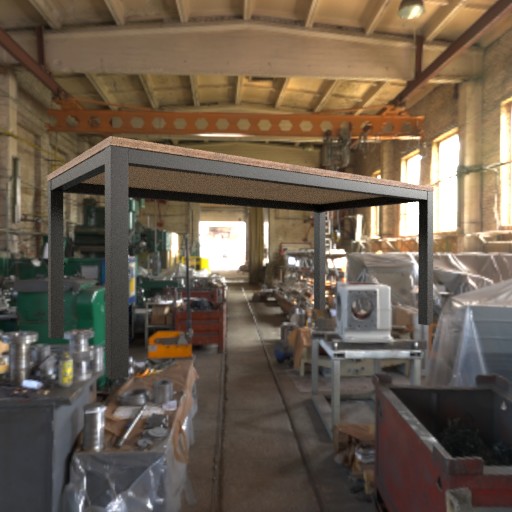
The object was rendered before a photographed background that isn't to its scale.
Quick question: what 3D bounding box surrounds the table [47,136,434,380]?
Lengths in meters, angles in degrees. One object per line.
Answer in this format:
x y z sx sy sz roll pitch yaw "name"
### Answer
0.000 0.000 2.289 1.805 0.767 0.893 0 1 -37 "table"
